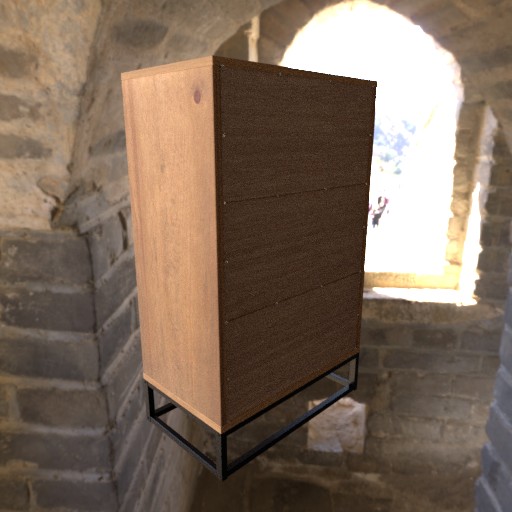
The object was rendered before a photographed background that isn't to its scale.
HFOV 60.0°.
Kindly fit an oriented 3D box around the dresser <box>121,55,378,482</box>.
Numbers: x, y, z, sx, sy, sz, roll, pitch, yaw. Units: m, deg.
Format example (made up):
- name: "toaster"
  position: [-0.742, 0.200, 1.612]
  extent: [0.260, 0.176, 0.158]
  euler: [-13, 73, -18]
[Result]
- name: "dresser"
  position: [0.000, 0.000, 1.648]
  extent: [0.761, 1.240, 0.479]
  euler: [-15, 21, -42]
